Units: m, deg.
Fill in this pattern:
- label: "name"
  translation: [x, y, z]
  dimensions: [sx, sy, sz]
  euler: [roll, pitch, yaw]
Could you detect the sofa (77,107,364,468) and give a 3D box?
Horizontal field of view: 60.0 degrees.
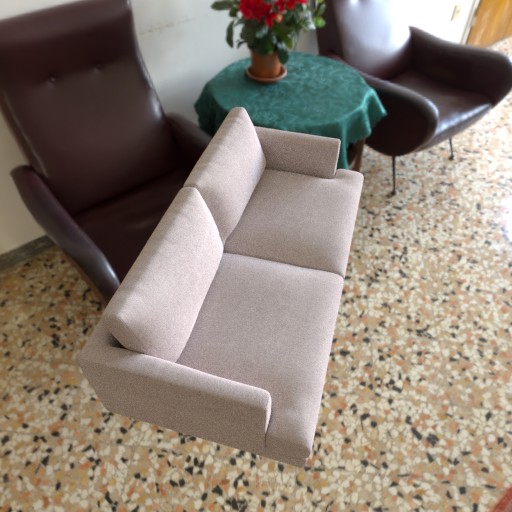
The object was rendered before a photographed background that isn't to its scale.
- label: "sofa"
  translation: [0.000, 0.000, 2.524]
  dimensions: [1.020, 0.868, 1.948]
  euler: [12, 48, 11]
